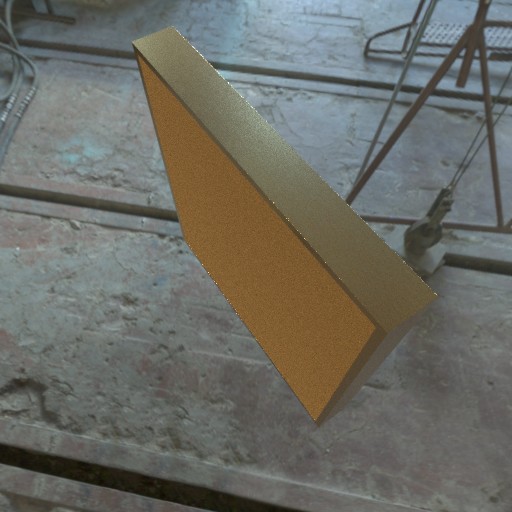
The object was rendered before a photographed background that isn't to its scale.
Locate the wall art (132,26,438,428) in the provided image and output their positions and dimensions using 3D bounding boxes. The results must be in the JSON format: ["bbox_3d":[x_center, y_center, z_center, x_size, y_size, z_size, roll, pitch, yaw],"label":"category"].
[{"bbox_3d":[0.000,0.000,0.437,0.038,0.304,0.304,-31,64,-17],"label":"wall art"}]
